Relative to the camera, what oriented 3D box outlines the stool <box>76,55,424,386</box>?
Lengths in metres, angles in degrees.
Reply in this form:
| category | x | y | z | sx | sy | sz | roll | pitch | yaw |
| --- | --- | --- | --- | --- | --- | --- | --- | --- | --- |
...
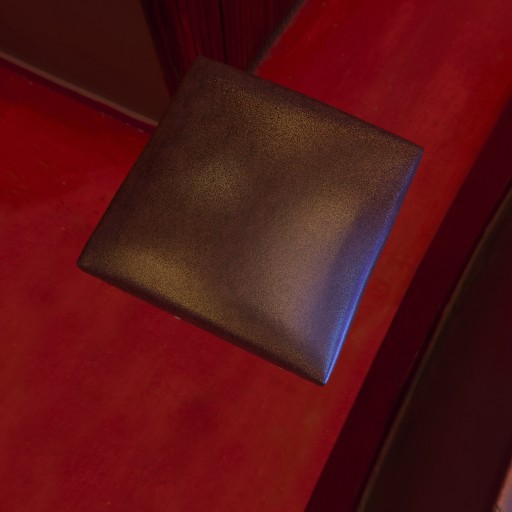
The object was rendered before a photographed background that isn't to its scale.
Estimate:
| category | x | y | z | sx | sy | sz | roll | pitch | yaw |
| --- | --- | --- | --- | --- | --- | --- | --- | --- | --- |
| stool | 0.000 | 0.000 | 0.924 | 0.383 | 0.702 | 0.382 | 25 | 77 | 6 |
